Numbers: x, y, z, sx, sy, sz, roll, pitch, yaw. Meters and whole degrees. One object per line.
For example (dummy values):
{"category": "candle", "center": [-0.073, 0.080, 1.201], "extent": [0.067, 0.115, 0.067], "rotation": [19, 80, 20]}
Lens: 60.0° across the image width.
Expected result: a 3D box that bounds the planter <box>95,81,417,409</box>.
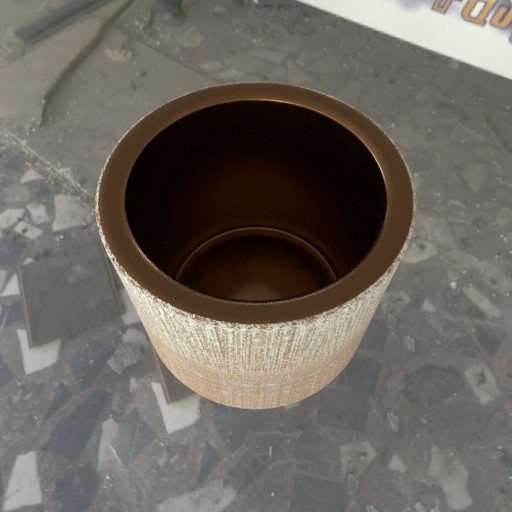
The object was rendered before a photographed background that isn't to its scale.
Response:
{"category": "planter", "center": [0.000, 0.000, 0.189], "extent": [0.109, 0.096, 0.109], "rotation": [0, 58, 0]}
